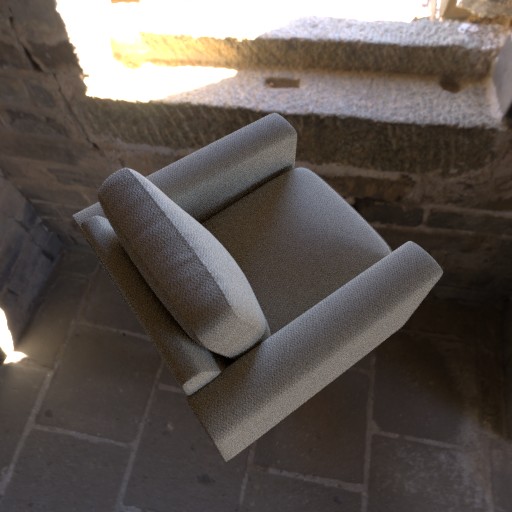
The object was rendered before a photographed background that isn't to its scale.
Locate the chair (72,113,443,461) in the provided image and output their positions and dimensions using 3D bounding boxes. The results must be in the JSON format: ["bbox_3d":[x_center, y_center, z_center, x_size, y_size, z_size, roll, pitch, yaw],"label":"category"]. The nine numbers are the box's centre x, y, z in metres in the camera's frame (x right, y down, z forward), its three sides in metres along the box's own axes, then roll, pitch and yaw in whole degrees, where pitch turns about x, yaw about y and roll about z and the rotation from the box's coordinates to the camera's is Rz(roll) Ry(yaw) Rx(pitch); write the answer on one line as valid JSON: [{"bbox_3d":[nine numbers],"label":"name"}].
[{"bbox_3d":[0.000,0.000,1.732,1.016,0.873,1.005,-32,65,-17],"label":"chair"}]
